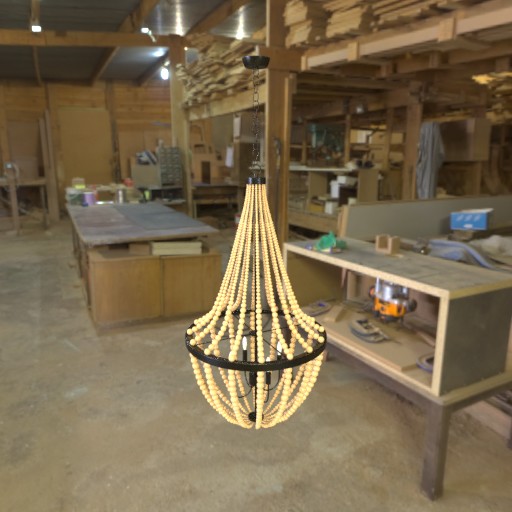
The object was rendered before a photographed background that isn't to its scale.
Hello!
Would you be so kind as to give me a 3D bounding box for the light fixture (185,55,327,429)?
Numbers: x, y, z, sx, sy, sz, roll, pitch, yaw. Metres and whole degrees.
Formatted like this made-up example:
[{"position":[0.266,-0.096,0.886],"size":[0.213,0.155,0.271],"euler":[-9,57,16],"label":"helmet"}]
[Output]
[{"position":[0.000,0.000,1.367],"size":[0.450,1.133,0.450],"euler":[0,13,0],"label":"light fixture"}]
